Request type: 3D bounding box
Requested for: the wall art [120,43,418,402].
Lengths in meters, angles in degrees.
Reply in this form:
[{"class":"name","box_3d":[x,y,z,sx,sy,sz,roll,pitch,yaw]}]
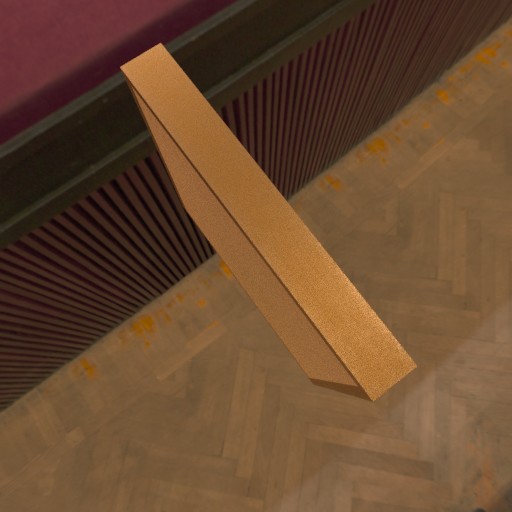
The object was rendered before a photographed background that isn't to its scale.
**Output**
[{"class":"wall art","box_3d":[0.000,0.000,0.463,0.038,0.305,0.306,-35,78,-8]}]
